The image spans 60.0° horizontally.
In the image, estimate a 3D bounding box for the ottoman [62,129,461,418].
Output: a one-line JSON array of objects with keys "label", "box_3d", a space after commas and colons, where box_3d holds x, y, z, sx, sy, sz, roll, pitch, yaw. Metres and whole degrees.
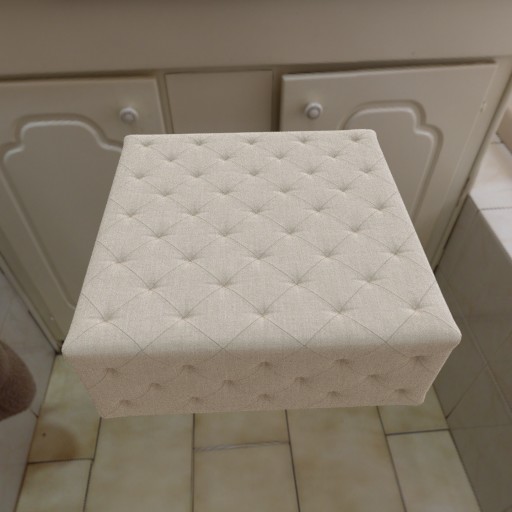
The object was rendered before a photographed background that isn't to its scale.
[{"label": "ottoman", "box_3d": [0.000, 0.000, 1.612, 1.028, 0.439, 1.028, -2, 47, -2]}]
